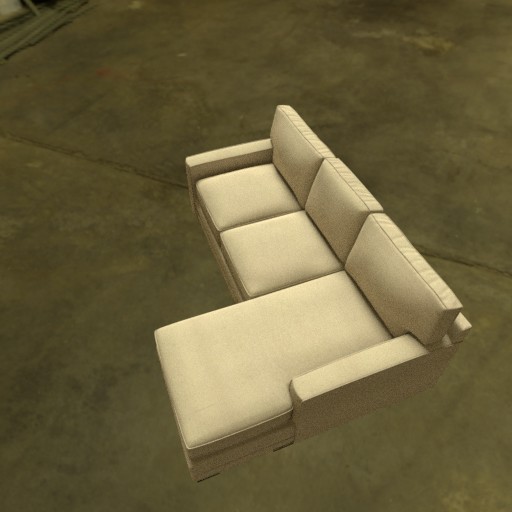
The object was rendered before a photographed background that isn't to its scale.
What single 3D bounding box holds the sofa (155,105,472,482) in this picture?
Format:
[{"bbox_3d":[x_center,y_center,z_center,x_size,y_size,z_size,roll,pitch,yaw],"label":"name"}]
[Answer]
[{"bbox_3d":[0.000,0.000,2.834,1.496,0.861,2.087,-16,49,-14],"label":"sofa"}]
